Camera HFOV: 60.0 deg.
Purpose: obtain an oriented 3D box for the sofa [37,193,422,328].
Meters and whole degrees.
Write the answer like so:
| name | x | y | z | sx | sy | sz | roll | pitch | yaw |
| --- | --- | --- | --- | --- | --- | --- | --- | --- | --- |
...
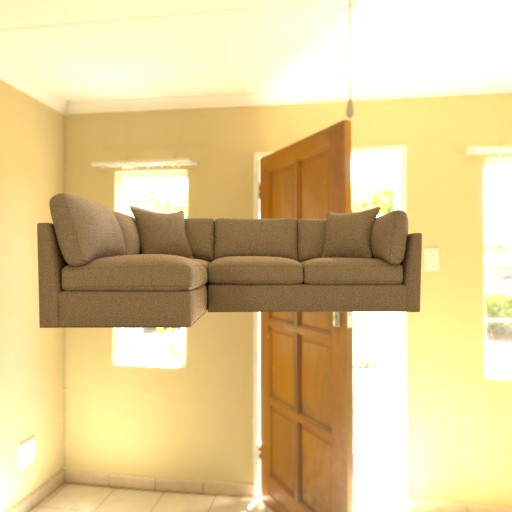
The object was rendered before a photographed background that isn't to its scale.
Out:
| name | x | y | z | sx | sy | sz | roll | pitch | yaw |
| --- | --- | --- | --- | --- | --- | --- | --- | --- | --- |
| sofa | 0.000 | 0.000 | 3.882 | 2.896 | 0.978 | 1.994 | 0 | -1 | -1 |
